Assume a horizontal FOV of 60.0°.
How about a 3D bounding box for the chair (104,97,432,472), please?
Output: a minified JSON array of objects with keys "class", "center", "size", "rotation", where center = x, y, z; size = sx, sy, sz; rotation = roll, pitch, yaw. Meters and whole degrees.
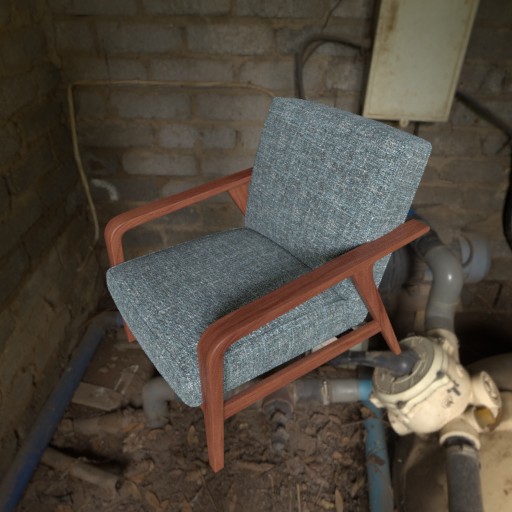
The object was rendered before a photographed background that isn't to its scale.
[{"class":"chair","center":[0.000,0.000,1.486],"size":[0.889,0.864,0.719],"rotation":[-21,39,-29]}]
